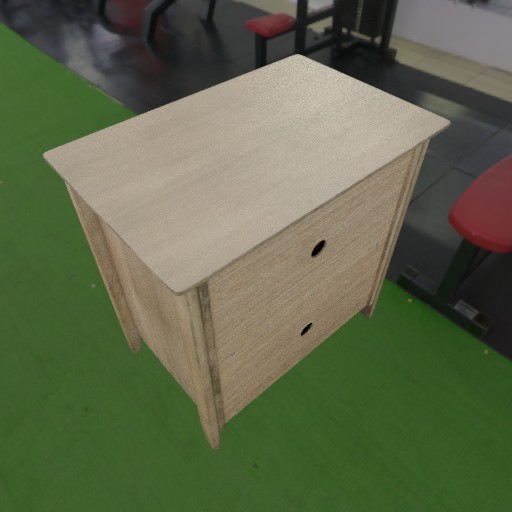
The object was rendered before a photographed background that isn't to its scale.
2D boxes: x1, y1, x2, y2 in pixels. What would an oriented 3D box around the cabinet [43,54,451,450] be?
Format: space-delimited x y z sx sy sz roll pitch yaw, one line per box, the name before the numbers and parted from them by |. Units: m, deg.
cabinet | 0.000 0.000 1.248 0.763 0.762 0.503 -33 55 -27
